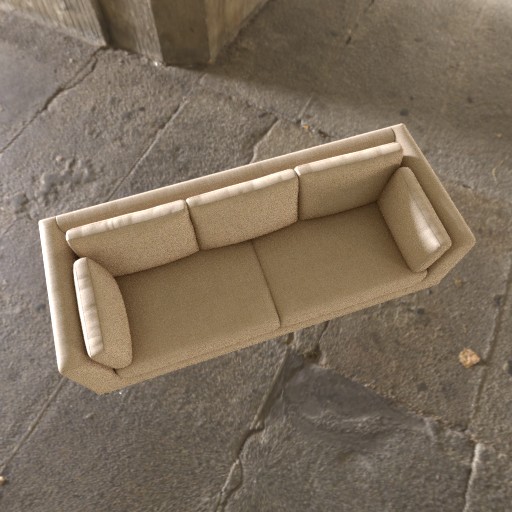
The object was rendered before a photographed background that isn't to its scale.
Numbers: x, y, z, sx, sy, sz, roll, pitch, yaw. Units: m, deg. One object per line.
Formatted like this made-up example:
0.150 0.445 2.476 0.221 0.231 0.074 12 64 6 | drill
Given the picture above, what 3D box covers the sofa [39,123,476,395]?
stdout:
0.000 0.000 2.882 2.415 0.867 0.969 -17 65 -8 | sofa
